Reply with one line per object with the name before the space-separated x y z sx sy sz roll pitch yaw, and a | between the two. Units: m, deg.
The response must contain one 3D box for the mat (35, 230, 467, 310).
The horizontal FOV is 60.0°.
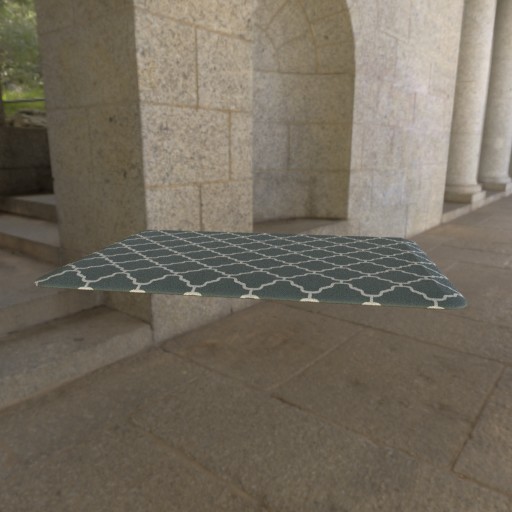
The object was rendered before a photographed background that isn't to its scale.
mat | 0.000 0.000 0.983 0.762 0.021 0.508 2 14 9
